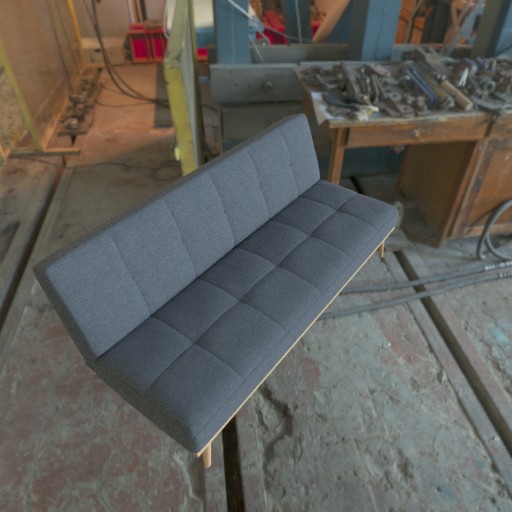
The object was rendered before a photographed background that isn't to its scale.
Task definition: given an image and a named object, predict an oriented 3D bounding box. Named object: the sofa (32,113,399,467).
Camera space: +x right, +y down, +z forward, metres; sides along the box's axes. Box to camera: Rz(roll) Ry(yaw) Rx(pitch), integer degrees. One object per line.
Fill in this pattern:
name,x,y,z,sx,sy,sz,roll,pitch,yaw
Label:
sofa,0.000,0.000,2.262,0.820,0.770,1.820,26,47,27
